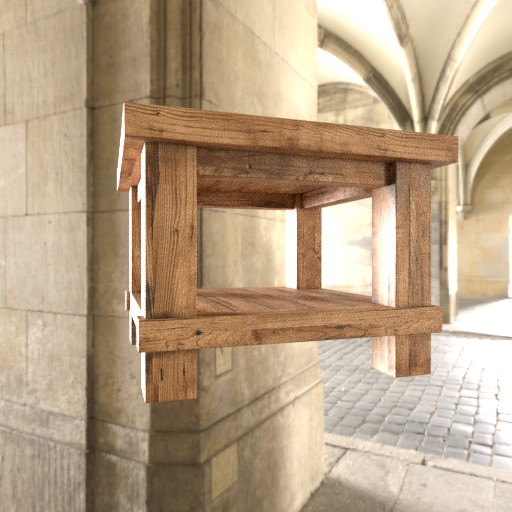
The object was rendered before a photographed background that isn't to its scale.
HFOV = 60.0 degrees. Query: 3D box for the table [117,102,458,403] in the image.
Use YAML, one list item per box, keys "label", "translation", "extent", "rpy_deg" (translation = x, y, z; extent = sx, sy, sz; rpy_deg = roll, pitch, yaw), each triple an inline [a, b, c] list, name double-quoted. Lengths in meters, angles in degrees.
- label: "table"
  translation: [0.000, 0.000, 1.036]
  extent: [0.610, 0.457, 0.610]
  rpy_deg: [0, 0, -18]
